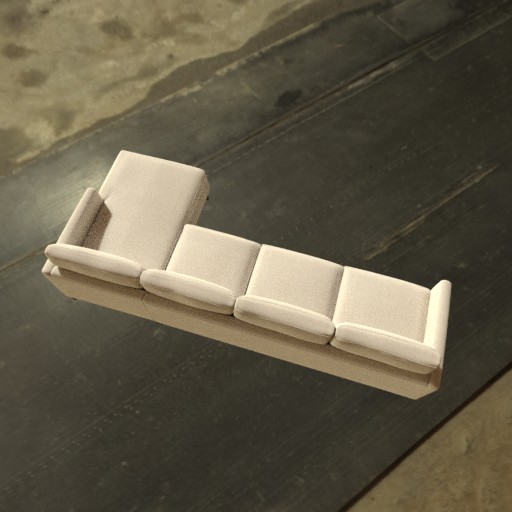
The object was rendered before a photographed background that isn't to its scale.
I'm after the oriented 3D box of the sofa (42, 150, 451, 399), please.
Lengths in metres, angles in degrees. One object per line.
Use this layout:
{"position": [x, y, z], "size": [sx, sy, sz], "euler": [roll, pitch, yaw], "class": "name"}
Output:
{"position": [0.000, 0.000, 2.917], "size": [2.445, 0.677, 1.126], "euler": [15, 65, 7], "class": "sofa"}
